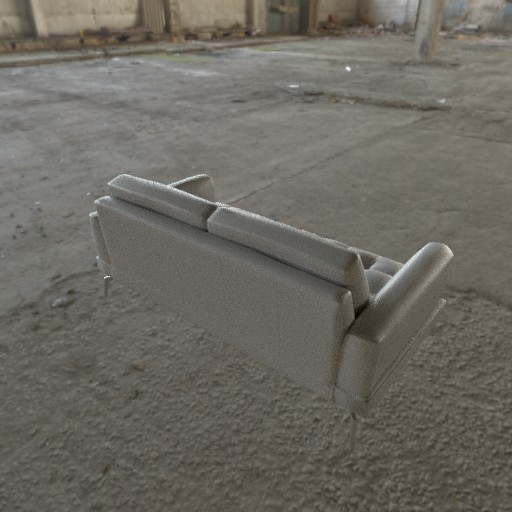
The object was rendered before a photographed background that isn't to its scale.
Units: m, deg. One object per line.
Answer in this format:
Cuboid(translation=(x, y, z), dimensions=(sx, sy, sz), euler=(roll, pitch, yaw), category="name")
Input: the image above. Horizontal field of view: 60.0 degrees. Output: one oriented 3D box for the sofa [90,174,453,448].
Cuboid(translation=(0.000, 0.000, 2.857), dimensions=(2.177, 0.930, 1.121), euler=(22, 36, 33), category="sofa")
